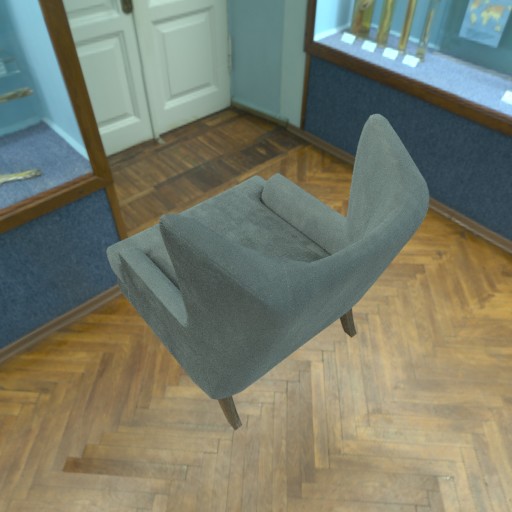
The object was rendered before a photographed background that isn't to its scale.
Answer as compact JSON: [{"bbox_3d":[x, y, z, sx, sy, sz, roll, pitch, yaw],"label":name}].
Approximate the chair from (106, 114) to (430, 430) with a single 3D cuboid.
[{"bbox_3d":[0.000,0.000,1.589,0.784,0.950,0.906,-31,53,-27],"label":"chair"}]
